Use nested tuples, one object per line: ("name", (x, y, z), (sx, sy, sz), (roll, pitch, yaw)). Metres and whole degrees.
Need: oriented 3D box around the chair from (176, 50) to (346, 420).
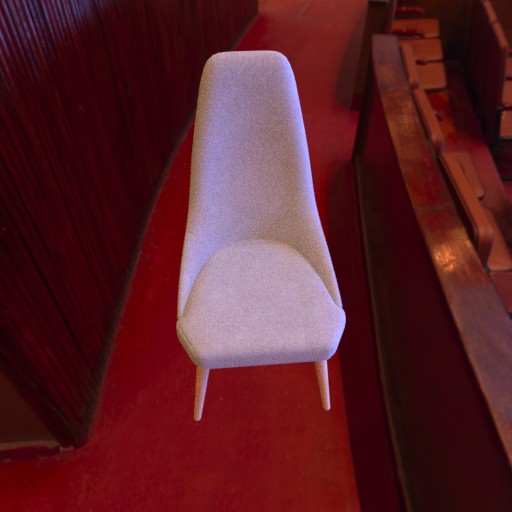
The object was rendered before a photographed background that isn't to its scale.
("chair", (0.000, 0.000, 1.425), (0.510, 1.040, 0.660), (-3, 46, -3))
